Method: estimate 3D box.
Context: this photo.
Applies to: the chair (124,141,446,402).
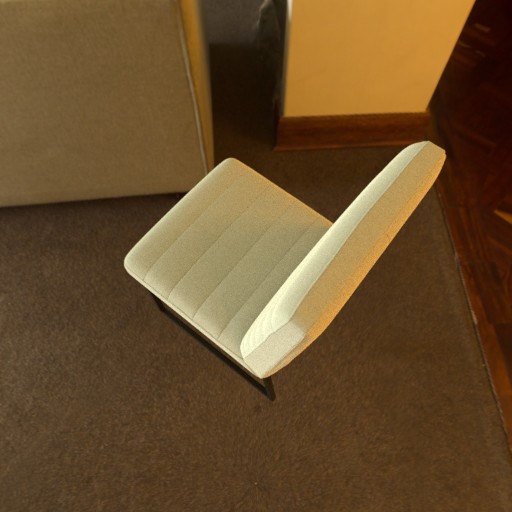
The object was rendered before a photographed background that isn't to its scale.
[{"bbox_3d":[0.000,0.000,1.304,0.634,0.930,0.520,35,68,16],"label":"chair"}]
